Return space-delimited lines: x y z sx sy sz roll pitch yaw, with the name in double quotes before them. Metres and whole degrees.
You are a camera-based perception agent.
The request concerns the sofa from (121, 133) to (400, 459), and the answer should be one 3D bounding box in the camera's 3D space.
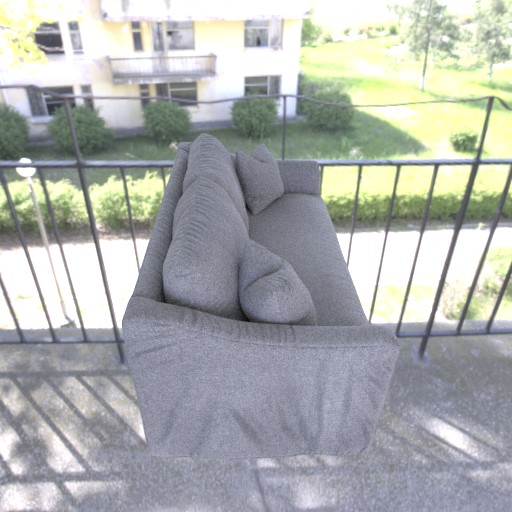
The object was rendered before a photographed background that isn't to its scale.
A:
"sofa" 0.000 0.000 2.602 1.072 1.018 2.010 -1 32 -2
